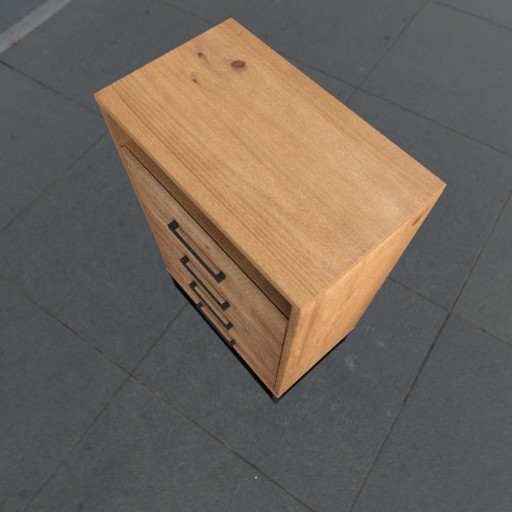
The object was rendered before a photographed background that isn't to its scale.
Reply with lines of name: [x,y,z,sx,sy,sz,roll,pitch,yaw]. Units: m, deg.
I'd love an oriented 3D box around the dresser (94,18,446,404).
dresser: [0.000,0.000,1.602,0.479,1.240,0.761,-38,69,-17]
